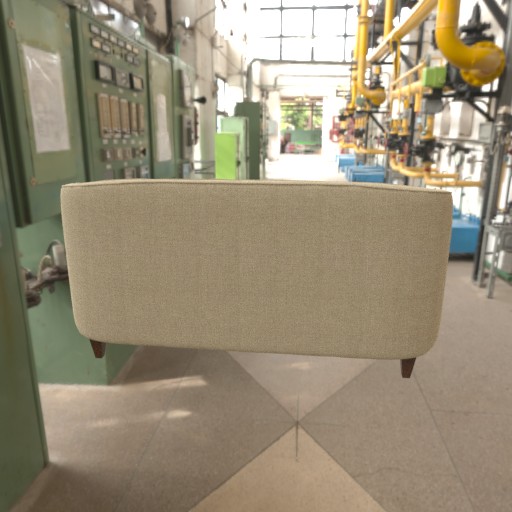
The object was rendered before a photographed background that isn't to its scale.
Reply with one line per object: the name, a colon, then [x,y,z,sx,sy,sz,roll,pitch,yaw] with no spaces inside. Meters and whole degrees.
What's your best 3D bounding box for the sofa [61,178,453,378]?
sofa: [0.000,0.000,2.260,1.733,0.855,0.941,2,16,7]
